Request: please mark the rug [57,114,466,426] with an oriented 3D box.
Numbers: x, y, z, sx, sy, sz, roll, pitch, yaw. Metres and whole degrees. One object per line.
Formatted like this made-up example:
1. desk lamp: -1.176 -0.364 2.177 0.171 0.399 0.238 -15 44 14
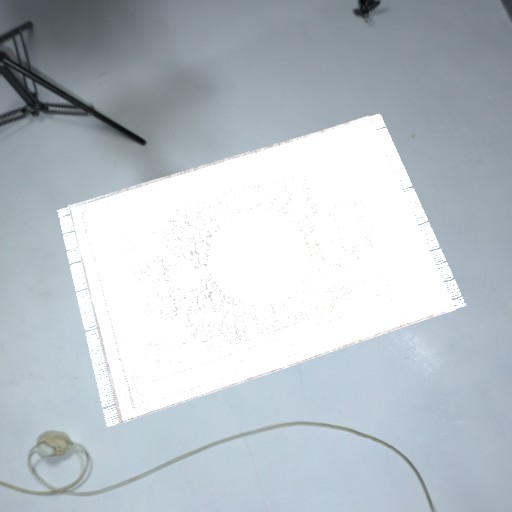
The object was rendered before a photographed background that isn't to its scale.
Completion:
1. rug: 0.000 0.000 3.026 2.440 0.010 1.528 -18 76 -5
